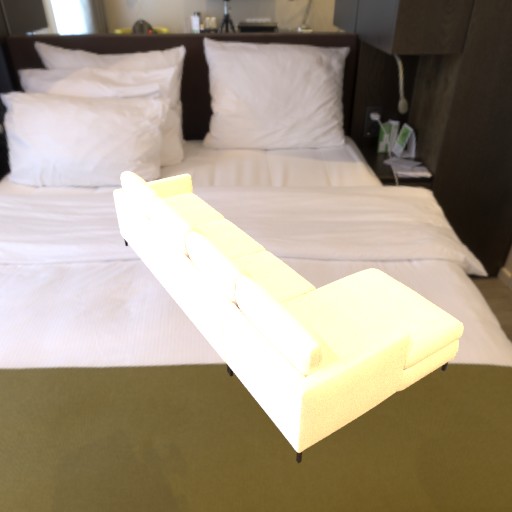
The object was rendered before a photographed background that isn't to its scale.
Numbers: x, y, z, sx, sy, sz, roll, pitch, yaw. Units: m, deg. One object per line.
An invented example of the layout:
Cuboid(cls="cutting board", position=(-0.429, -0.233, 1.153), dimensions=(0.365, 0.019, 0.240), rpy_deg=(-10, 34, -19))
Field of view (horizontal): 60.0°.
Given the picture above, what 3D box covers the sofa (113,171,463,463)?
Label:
Cuboid(cls="sofa", position=(0.000, 0.000, 3.882), dimensions=(1.467, 0.875, 3.186), rpy_deg=(-19, 37, -28))
